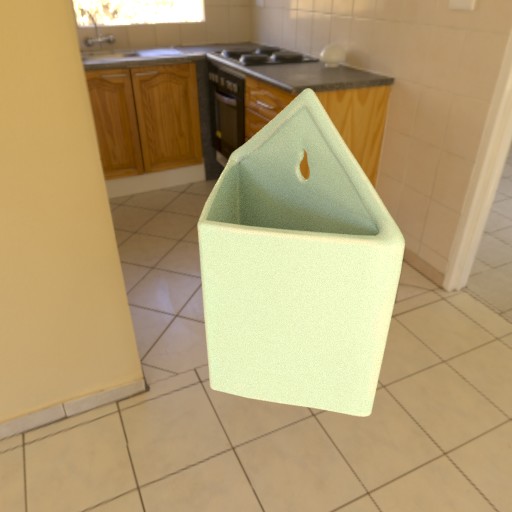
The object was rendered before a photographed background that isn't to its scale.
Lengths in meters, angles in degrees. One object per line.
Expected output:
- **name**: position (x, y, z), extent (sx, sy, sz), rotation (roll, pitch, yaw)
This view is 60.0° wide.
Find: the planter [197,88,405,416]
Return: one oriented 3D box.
- **planter**: position (0.000, 0.000, 0.286), extent (0.079, 0.197, 0.164), rotation (-21, 38, -29)
